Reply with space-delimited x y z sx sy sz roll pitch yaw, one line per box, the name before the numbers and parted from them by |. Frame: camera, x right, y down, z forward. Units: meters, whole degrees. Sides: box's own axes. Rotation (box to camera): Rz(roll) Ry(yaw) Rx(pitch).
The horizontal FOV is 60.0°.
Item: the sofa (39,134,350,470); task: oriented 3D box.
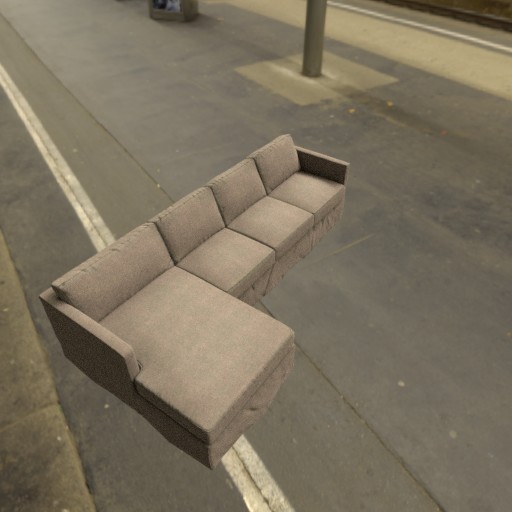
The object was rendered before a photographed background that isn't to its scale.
sofa | 0.000 0.000 4.001 1.650 0.922 3.205 25 46 27
